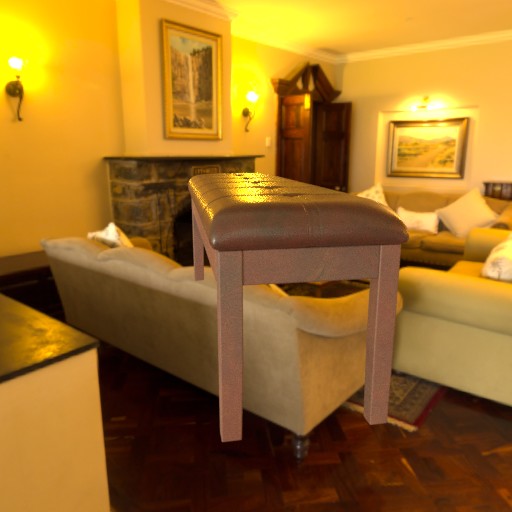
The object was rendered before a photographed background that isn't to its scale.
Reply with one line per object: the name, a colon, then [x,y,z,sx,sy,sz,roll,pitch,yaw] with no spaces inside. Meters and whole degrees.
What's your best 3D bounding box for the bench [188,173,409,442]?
bench: [0.000,0.000,1.478,0.401,0.491,1.259,-2,14,-10]
